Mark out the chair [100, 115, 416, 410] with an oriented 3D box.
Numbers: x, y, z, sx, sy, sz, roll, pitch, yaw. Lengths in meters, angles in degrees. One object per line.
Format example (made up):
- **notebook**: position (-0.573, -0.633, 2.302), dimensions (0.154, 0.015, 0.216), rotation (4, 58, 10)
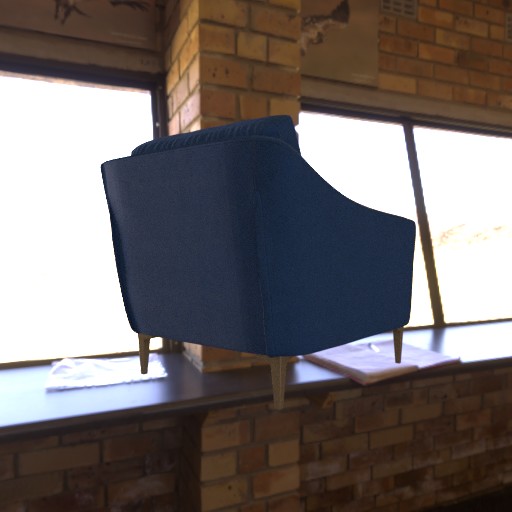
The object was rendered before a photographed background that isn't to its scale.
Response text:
- **chair**: position (0.000, 0.000, 1.755), dimensions (0.987, 0.899, 0.961), rotation (1, 2, 36)
